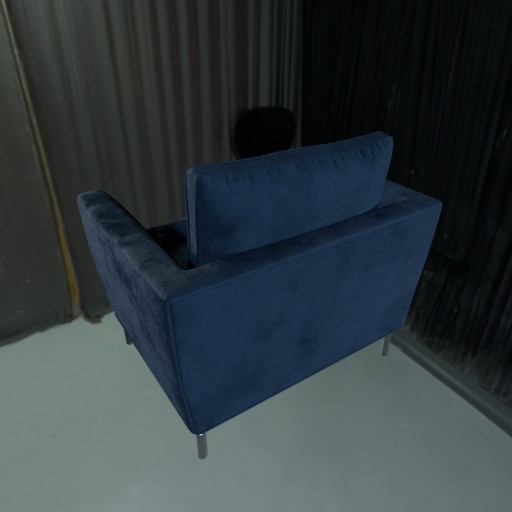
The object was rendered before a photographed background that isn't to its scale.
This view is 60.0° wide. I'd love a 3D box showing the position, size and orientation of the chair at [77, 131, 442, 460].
[{"bbox_3d":[0.000,0.000,1.570,0.977,0.893,0.746,-19,35,-29],"label":"chair"}]
